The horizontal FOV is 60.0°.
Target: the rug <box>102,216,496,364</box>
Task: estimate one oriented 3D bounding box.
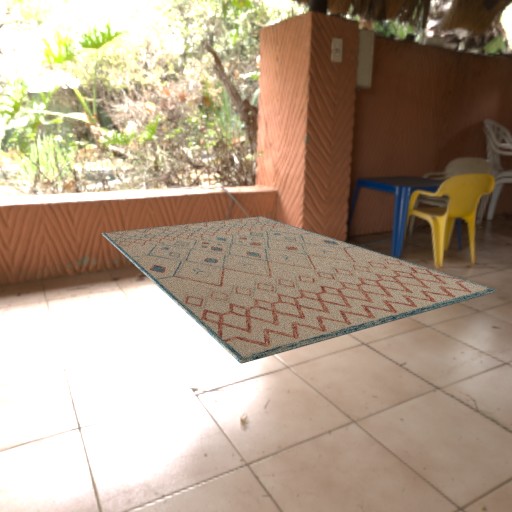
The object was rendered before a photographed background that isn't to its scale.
[{"bbox_3d":[0.000,0.000,2.982,1.524,0.015,2.438,-9,18,-29],"label":"rug"}]
